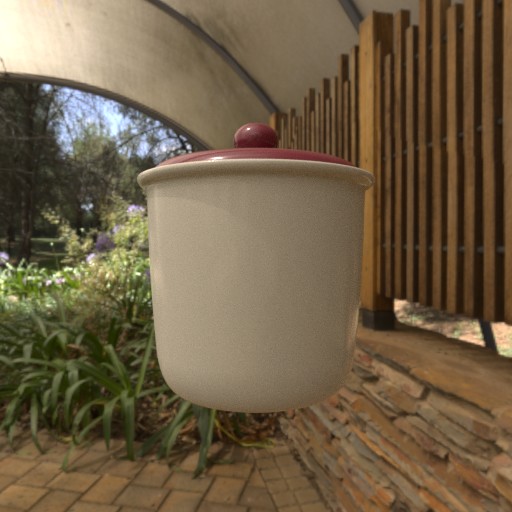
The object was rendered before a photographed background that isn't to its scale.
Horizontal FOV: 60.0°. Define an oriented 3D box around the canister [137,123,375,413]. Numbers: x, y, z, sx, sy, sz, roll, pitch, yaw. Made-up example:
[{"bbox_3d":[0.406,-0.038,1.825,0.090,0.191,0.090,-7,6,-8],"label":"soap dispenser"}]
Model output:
[{"bbox_3d":[0.000,0.000,0.352,0.182,0.208,0.182,0,1,0],"label":"canister"}]
